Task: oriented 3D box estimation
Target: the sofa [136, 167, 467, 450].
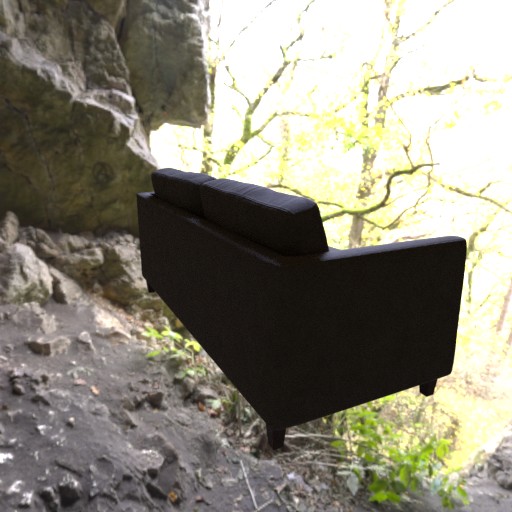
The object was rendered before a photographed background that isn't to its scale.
[{"bbox_3d":[0.000,0.000,2.651,0.951,0.965,2.208,-7,17,-26],"label":"sofa"}]
